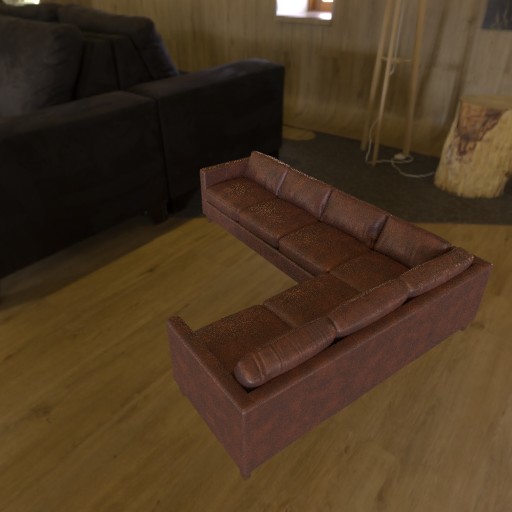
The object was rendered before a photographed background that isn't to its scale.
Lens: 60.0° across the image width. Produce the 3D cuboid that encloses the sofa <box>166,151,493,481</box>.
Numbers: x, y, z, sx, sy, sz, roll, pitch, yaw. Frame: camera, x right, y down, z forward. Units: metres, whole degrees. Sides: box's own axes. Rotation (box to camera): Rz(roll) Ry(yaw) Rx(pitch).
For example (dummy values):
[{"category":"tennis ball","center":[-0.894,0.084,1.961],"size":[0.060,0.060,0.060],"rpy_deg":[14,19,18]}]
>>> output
[{"category":"sofa","center":[0.000,0.000,4.153],"size":[2.438,0.836,3.152],"rpy_deg":[-21,38,-30]}]
